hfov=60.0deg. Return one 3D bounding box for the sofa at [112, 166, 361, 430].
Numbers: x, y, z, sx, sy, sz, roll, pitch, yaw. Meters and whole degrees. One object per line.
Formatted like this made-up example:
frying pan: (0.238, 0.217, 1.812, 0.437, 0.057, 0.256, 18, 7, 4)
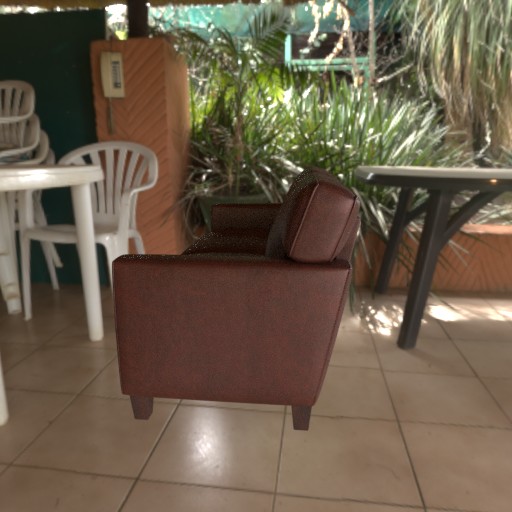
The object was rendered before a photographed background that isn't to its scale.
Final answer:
sofa: (0.000, 0.000, 2.428, 0.912, 0.928, 1.876, 1, 13, 6)
